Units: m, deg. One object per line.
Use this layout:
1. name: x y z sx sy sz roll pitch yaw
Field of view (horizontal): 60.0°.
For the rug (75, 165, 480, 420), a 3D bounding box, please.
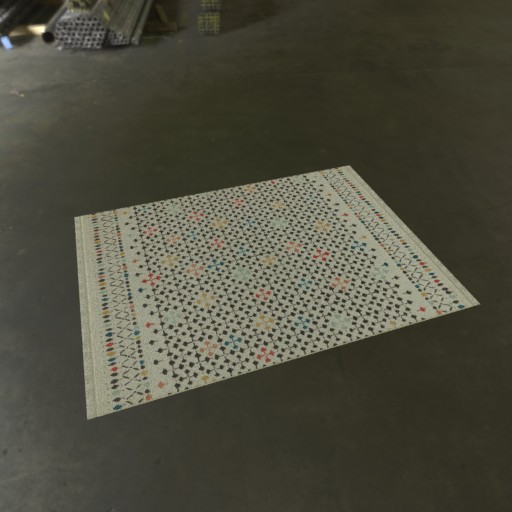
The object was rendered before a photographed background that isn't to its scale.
1. rug: 0.000 0.000 4.182 3.196 0.007 2.354 -13 44 -14
